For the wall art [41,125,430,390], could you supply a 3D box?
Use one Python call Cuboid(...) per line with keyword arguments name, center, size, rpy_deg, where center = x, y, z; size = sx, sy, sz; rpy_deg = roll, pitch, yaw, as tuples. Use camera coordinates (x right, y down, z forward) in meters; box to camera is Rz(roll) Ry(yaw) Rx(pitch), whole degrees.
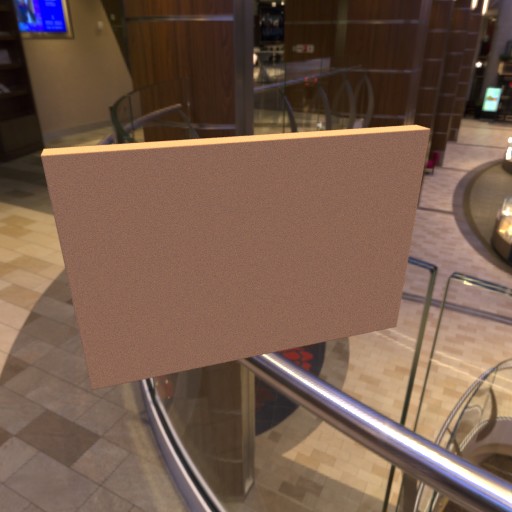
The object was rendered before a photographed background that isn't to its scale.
Cuboid(name="wall art", center=(0.000, 0.000, 0.776), size=(0.609, 0.407, 0.039), rpy_deg=(-8, 28, -16))
